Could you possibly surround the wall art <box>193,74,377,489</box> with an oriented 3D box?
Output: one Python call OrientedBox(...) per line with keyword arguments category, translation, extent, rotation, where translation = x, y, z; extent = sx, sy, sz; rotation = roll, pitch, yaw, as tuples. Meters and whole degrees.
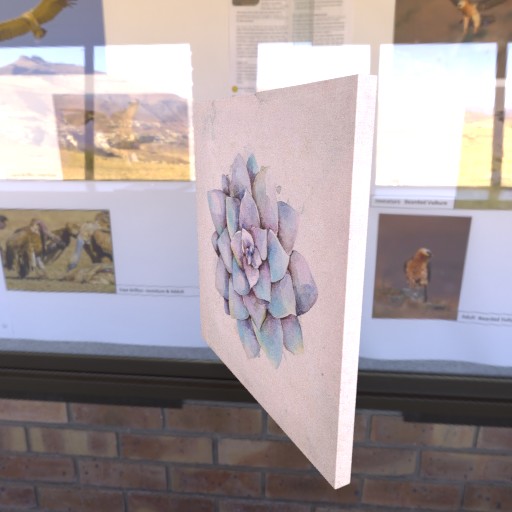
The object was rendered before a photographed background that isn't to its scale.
OrientedBox(category="wall art", translation=(0.000, 0.000, 1.105), extent=(0.038, 0.762, 0.762), rotation=(-8, 17, -26))
